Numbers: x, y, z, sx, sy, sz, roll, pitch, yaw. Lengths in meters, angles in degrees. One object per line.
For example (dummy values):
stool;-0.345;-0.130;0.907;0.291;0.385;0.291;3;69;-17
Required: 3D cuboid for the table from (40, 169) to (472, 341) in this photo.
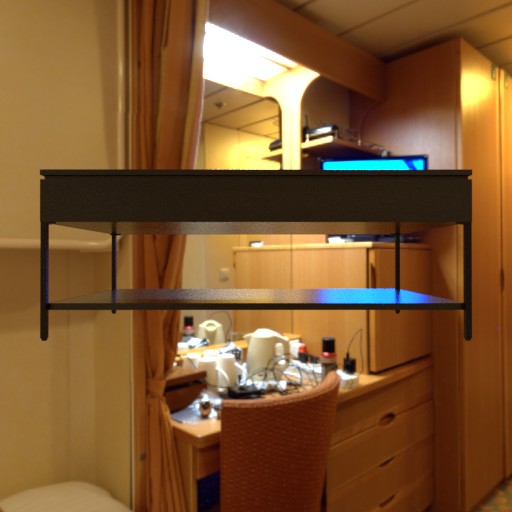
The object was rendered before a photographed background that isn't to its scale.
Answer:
table;0.000;0.000;1.407;1.095;0.435;0.574;0;0;0
